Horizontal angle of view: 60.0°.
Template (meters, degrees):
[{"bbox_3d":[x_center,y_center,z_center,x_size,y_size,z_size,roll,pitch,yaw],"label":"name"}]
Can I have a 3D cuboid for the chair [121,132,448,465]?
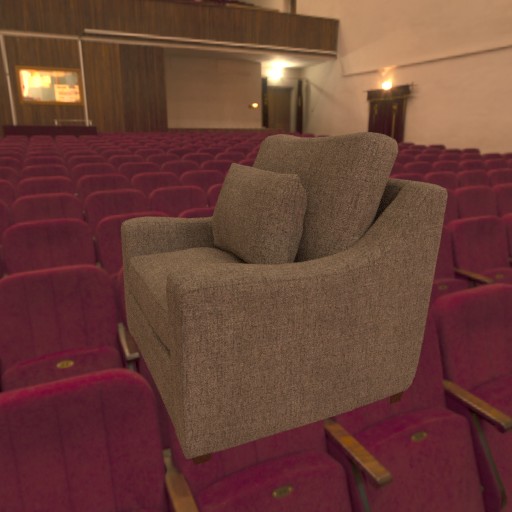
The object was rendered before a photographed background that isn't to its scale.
[{"bbox_3d":[0.000,0.000,1.933,1.009,1.037,1.138,-7,17,-24],"label":"chair"}]
